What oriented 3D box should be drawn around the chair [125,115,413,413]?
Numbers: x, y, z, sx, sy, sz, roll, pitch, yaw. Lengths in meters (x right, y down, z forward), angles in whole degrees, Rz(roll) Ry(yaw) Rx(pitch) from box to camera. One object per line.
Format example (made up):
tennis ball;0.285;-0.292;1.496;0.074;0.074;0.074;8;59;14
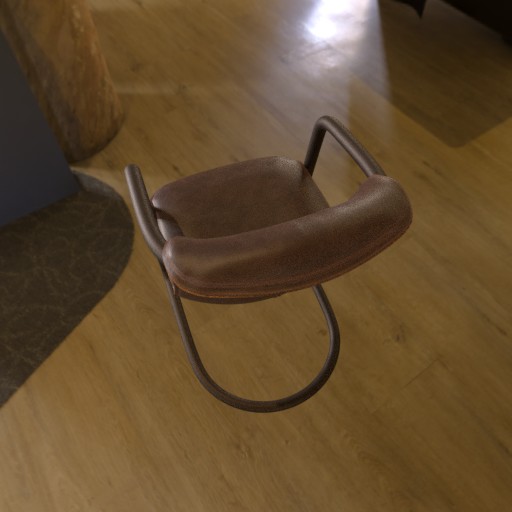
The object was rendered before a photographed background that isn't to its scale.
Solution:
chair;0.000;0.000;1.225;0.536;0.836;0.664;-17;59;-11
